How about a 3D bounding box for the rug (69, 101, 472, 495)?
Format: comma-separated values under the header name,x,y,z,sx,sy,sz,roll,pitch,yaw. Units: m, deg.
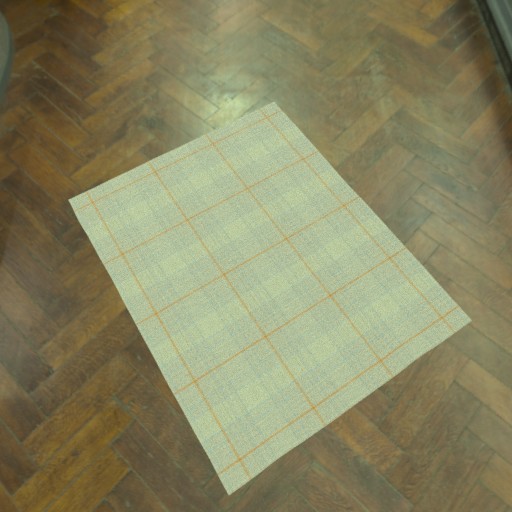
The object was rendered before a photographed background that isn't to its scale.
name,x,y,z,sx,sy,sz,roll,pitch,yaw
rug,0.000,0.000,4.079,2.448,0.021,3.051,-30,67,-14
